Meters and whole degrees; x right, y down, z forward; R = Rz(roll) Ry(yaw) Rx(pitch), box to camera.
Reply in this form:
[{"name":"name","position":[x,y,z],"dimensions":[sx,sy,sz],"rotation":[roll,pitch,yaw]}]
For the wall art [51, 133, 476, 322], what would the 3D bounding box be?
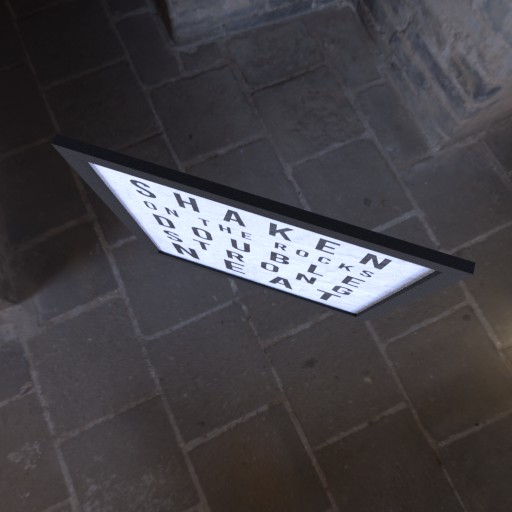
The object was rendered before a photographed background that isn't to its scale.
[{"name":"wall art","position":[0.000,0.000,0.678],"dimensions":[0.456,0.458,0.013],"rotation":[18,76,4]}]
